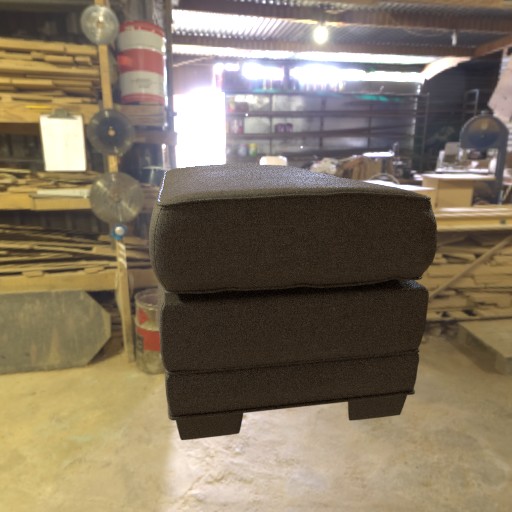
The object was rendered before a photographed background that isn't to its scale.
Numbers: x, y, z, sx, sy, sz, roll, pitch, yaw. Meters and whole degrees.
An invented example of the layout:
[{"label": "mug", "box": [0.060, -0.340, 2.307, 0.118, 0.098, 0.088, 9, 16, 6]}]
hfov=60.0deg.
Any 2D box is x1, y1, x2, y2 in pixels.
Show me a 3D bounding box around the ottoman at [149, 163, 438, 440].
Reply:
[{"label": "ottoman", "box": [0.000, 0.000, 1.138, 0.490, 0.448, 0.864, -3, 15, -10]}]
